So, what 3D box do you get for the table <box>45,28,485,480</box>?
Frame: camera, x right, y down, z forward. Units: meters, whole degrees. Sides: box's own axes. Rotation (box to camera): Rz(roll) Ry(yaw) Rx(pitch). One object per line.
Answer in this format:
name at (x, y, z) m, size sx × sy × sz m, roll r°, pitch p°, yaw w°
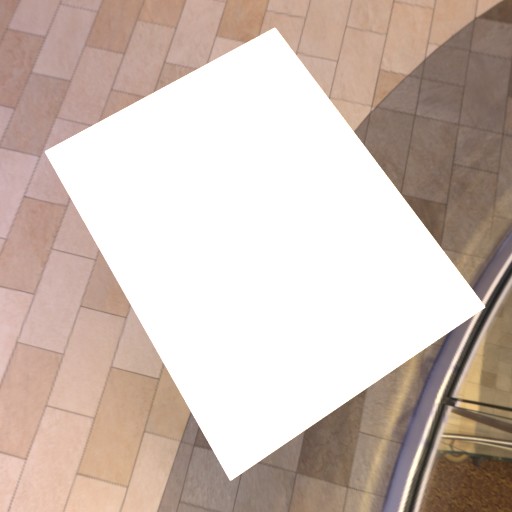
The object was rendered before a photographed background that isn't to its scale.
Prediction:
table at (0.000, 0.000, 0.789) m, size 0.399 × 0.357 × 0.517 m, roll -31°, pitch 78°, yaw -7°
